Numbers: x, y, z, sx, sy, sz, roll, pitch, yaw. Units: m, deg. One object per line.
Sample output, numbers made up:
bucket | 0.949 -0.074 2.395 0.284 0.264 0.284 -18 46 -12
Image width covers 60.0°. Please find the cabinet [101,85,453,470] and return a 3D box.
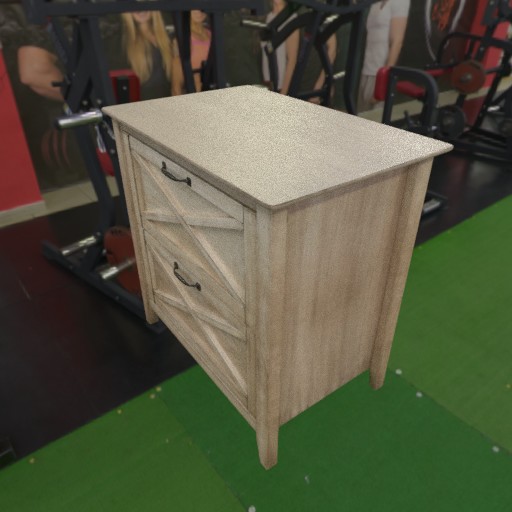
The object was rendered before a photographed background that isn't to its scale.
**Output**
cabinet | 0.000 0.000 1.285 0.503 0.762 0.763 -22 38 -30
